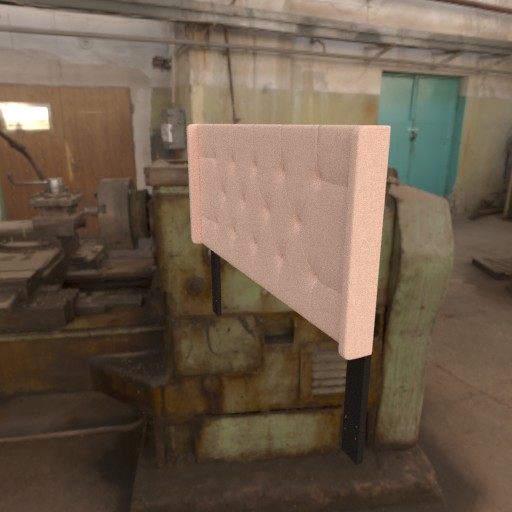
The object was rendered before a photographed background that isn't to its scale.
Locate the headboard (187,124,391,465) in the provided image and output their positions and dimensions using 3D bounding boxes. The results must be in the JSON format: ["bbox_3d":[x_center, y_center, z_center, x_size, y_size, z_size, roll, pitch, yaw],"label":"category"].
[{"bbox_3d":[0.000,0.000,2.679,0.184,1.524,2.051,-8,18,-24],"label":"headboard"}]
